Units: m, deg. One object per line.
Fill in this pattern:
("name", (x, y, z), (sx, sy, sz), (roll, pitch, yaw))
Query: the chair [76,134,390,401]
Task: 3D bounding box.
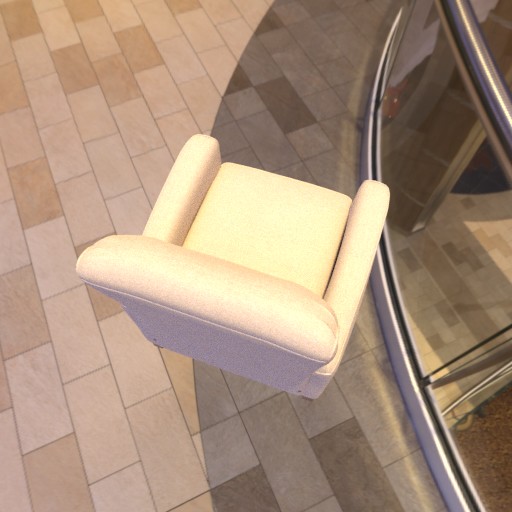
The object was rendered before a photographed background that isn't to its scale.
("chair", (0.000, 0.000, 1.660), (0.841, 1.023, 0.858), (17, 64, 9))
